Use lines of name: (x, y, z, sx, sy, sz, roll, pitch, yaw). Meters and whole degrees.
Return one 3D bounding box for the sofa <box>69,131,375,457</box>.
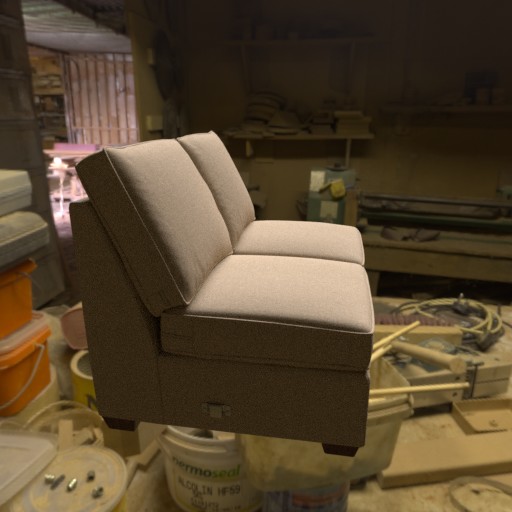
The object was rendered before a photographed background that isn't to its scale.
sofa: (0.000, 0.000, 1.939, 0.951, 1.008, 1.237, 3, 18, 10)
